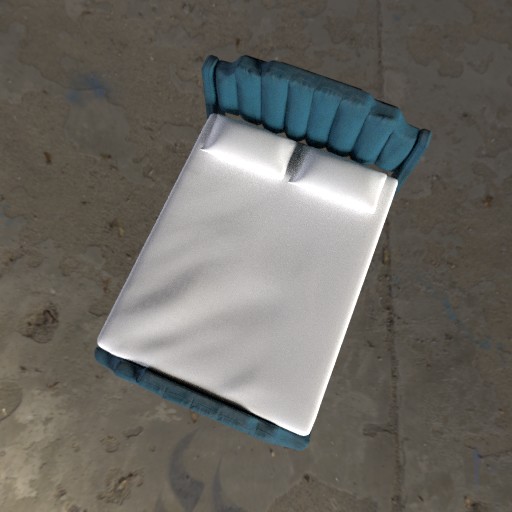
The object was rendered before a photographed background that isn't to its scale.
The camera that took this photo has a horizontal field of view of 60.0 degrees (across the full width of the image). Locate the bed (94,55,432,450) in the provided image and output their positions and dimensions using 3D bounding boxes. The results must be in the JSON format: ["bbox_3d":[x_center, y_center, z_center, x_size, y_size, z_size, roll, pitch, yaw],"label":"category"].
[{"bbox_3d":[0.000,0.000,3.274,1.676,1.351,2.322,22,75,6],"label":"bed"}]
